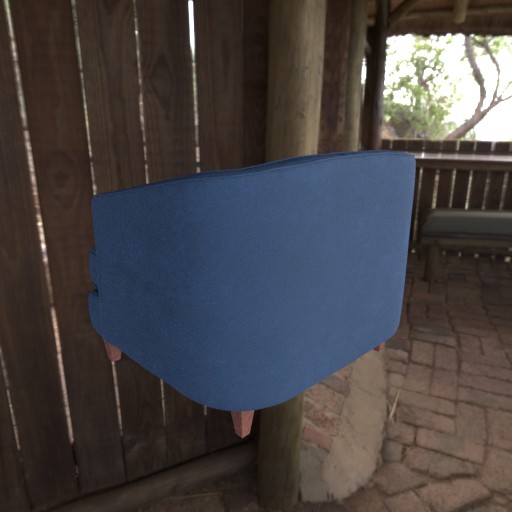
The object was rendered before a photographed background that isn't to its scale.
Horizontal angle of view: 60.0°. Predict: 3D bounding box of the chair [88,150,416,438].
[{"bbox_3d":[0.000,0.000,1.775,1.094,0.852,0.940,-16,23,-41],"label":"chair"}]
